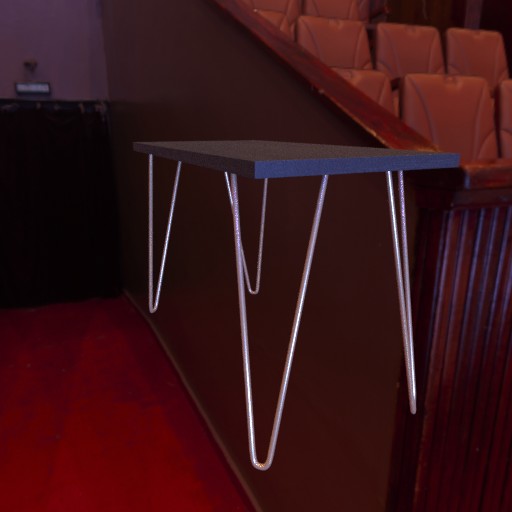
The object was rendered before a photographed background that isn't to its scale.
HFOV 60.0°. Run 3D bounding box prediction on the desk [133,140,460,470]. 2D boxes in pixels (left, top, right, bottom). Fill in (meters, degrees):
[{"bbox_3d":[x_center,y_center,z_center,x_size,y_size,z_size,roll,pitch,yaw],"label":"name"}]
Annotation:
[{"bbox_3d":[0.000,0.000,1.375,0.499,0.660,0.991,-8,18,-25],"label":"desk"}]
